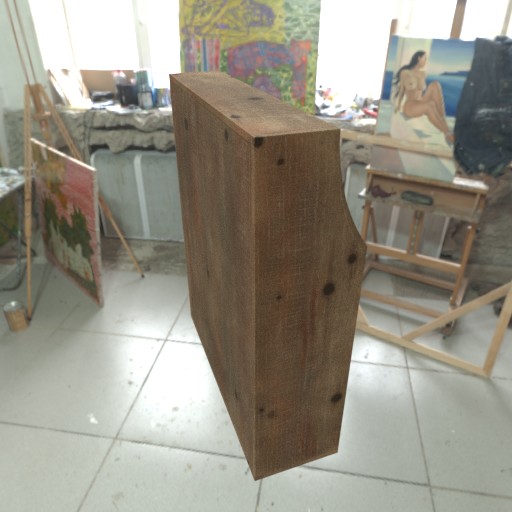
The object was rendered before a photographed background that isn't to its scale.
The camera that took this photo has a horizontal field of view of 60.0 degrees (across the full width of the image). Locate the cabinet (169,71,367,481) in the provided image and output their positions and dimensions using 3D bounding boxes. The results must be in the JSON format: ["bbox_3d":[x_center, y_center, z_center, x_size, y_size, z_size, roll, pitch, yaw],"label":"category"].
[{"bbox_3d":[0.000,0.000,0.838,0.184,0.590,0.489,-10,32,-17],"label":"cabinet"}]
